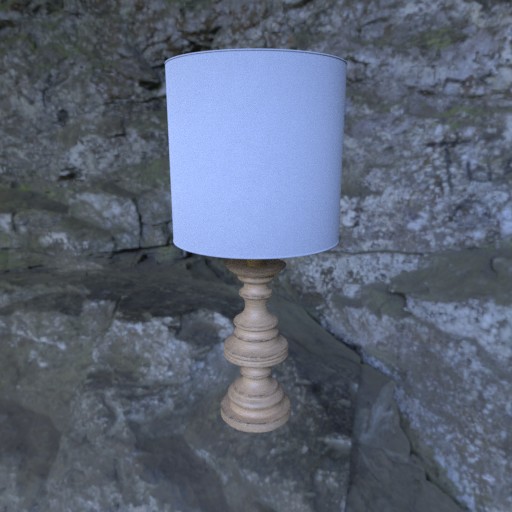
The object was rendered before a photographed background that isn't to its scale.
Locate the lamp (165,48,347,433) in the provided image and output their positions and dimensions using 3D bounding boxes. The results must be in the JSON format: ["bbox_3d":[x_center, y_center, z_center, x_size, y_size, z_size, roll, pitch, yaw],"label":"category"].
[{"bbox_3d":[0.000,0.000,0.573,0.208,0.455,0.208,14,20,43],"label":"lamp"}]
